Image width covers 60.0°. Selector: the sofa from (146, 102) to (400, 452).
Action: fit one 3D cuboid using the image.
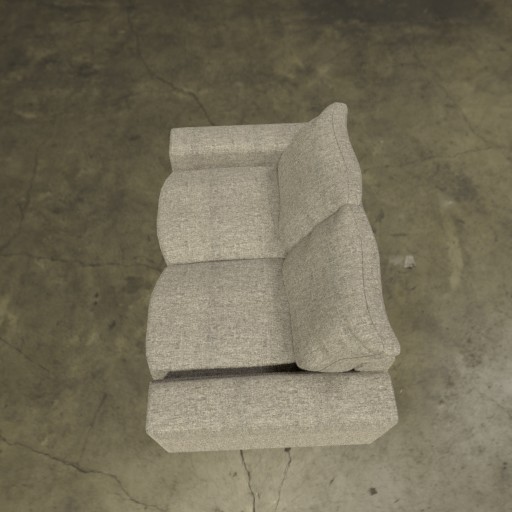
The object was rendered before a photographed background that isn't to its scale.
[{"bbox_3d":[0.000,0.000,2.327,1.094,0.877,1.758,-2,58,-1],"label":"sofa"}]
